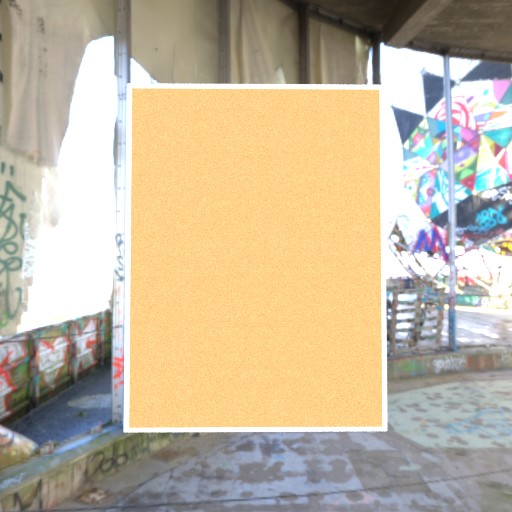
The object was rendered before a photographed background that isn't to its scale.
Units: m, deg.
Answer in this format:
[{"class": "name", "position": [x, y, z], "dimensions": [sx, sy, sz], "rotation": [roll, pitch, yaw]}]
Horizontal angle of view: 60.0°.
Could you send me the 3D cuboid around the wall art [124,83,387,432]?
[{"class": "wall art", "position": [0.000, 0.000, 1.577], "dimensions": [0.914, 1.221, 0.046], "rotation": [0, -2, -1]}]
